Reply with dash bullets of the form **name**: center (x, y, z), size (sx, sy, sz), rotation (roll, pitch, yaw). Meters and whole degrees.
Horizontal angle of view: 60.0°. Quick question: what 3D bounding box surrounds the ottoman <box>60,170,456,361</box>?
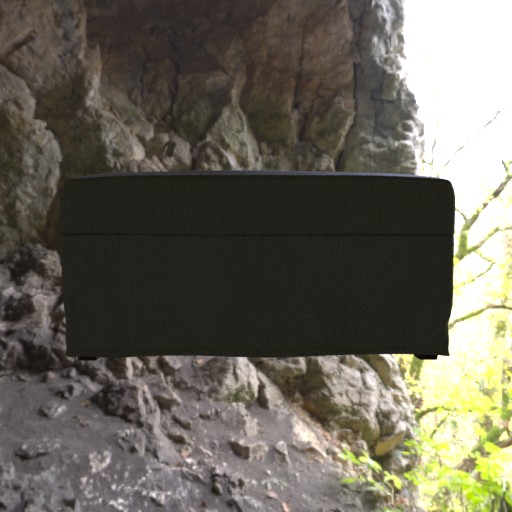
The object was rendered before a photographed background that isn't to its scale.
- **ottoman**: center (0.000, 0.000, 1.319), size (0.843, 0.441, 0.842), rotation (0, 0, 0)
